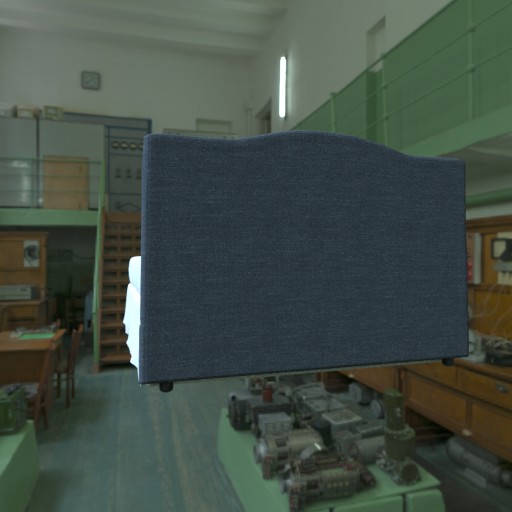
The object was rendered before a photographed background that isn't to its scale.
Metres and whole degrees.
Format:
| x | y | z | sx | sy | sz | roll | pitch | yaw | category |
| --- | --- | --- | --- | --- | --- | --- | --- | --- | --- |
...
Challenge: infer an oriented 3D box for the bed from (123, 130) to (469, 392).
| x | y | z | sx | sy | sz | roll | pitch | yaw | category |
| --- | --- | --- | --- | --- | --- | --- | --- | --- | --- |
| 0.000 | 0.000 | 3.861 | 2.161 | 1.457 | 2.689 | 0 | 0 | -18 | bed |
